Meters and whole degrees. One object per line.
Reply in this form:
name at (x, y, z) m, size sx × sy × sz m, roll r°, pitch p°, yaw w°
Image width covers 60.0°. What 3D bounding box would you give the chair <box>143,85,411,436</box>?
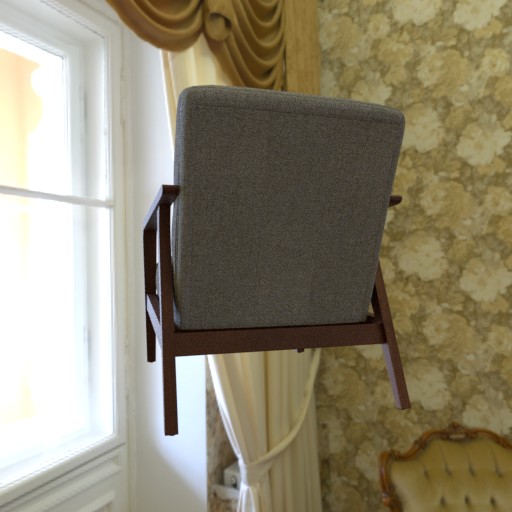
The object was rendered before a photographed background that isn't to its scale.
chair at (0.000, 0.000, 1.479) m, size 0.704 × 0.847 × 0.858 m, roll 0°, pitch 0°, yaw -16°
